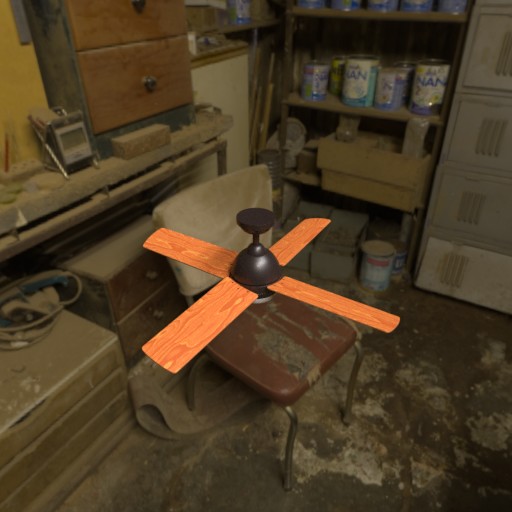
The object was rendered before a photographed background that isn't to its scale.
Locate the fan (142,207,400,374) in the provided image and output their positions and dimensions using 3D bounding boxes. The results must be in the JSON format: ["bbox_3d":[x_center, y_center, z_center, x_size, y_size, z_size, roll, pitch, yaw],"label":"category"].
[{"bbox_3d":[0.000,0.000,2.011,1.332,0.403,1.332,19,37,27],"label":"fan"}]
